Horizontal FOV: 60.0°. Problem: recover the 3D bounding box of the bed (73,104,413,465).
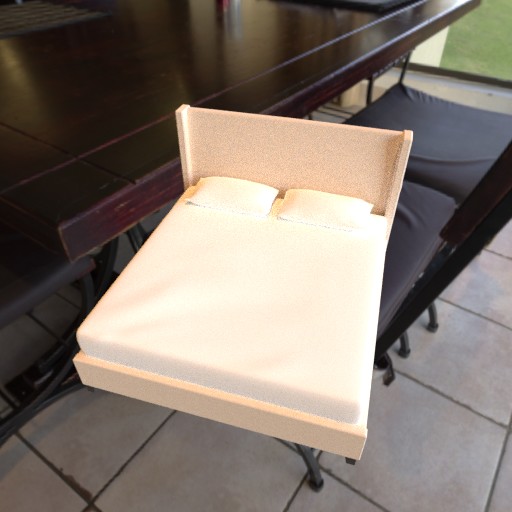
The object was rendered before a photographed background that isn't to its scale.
[{"bbox_3d":[0.000,0.000,3.655,2.145,1.471,2.293,11,41,12],"label":"bed"}]
